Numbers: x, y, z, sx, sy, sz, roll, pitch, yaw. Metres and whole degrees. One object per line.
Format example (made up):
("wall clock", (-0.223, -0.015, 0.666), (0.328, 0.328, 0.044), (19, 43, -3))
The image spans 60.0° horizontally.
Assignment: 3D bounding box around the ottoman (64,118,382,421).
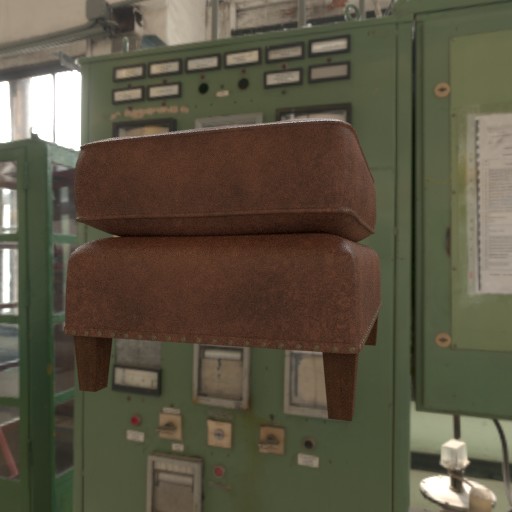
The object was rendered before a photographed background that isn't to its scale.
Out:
("ottoman", (0.000, 0.000, 1.128), (0.589, 0.537, 0.738), (0, 0, 18))
